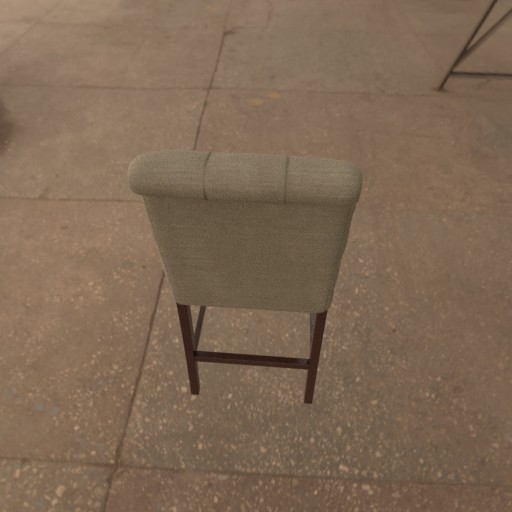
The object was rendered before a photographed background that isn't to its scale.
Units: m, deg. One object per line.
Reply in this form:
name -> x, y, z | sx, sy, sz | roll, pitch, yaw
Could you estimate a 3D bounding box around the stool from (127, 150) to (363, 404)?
stool -> 0.000, 0.000, 1.442 | 0.486, 1.084, 0.660 | 3, 45, 3
